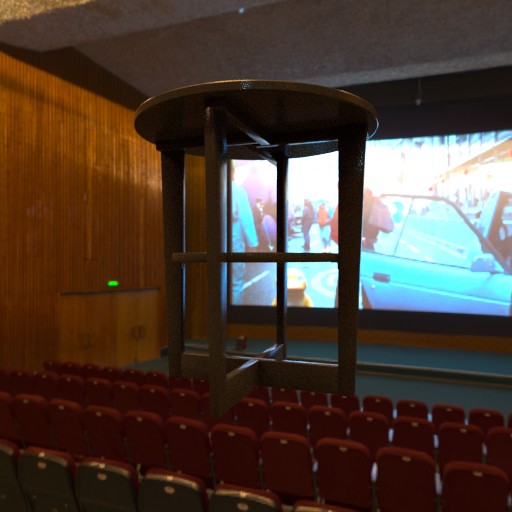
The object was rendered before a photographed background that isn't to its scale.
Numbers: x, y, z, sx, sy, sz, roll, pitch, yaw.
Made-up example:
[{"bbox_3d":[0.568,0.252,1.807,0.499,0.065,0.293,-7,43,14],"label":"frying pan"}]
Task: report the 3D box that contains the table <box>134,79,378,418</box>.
[{"bbox_3d":[0.000,0.000,0.940,0.500,0.550,0.500,0,0,0],"label":"table"}]
